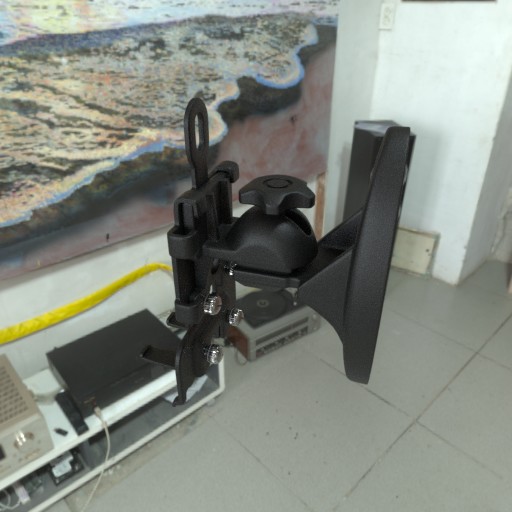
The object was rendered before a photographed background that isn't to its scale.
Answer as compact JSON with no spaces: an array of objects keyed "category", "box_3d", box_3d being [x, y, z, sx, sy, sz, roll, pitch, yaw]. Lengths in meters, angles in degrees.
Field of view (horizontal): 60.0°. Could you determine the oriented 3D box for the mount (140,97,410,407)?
[{"category":"mount","box_3d":[0.000,0.000,0.176,0.100,0.118,0.066,9,31,15]}]
